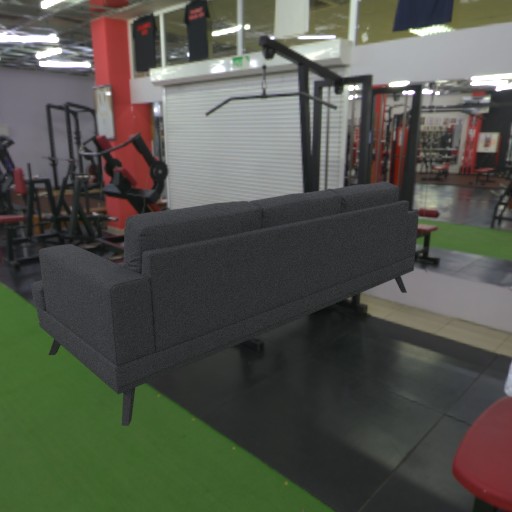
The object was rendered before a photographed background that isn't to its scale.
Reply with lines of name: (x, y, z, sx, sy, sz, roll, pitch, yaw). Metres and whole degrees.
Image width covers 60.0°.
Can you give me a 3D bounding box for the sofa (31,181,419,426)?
sofa: (0.000, 0.000, 2.690, 2.310, 0.810, 0.920, -14, 21, -42)
